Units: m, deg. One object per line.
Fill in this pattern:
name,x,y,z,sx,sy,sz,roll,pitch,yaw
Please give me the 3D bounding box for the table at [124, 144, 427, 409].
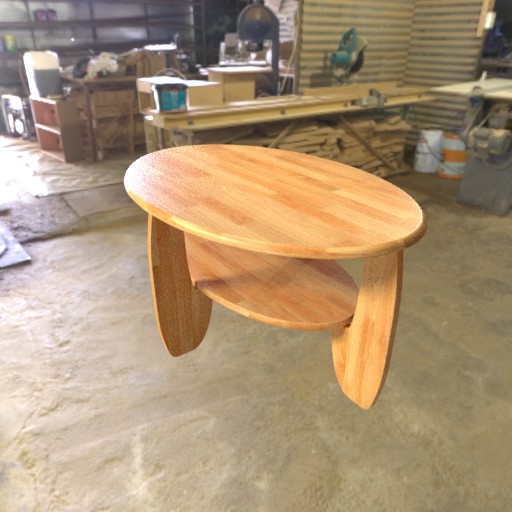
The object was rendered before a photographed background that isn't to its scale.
table,0.000,0.000,1.380,0.690,0.490,1.040,-18,32,-32
